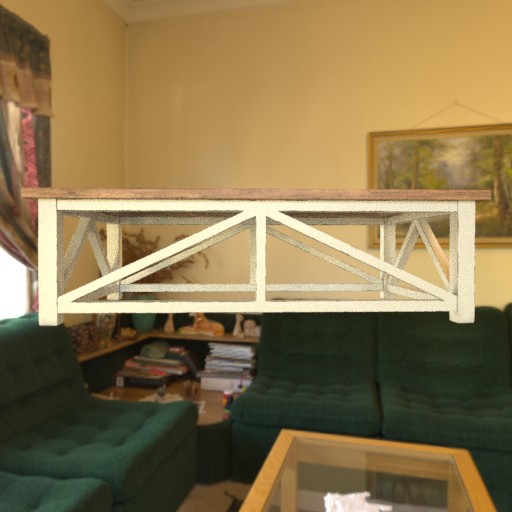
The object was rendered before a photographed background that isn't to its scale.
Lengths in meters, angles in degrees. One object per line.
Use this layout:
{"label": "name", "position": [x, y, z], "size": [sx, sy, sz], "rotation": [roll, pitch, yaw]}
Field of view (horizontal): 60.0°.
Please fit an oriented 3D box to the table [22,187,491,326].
{"label": "table", "position": [0.000, 0.000, 1.722], "size": [1.400, 0.410, 0.800], "rotation": [0, 1, -2]}
